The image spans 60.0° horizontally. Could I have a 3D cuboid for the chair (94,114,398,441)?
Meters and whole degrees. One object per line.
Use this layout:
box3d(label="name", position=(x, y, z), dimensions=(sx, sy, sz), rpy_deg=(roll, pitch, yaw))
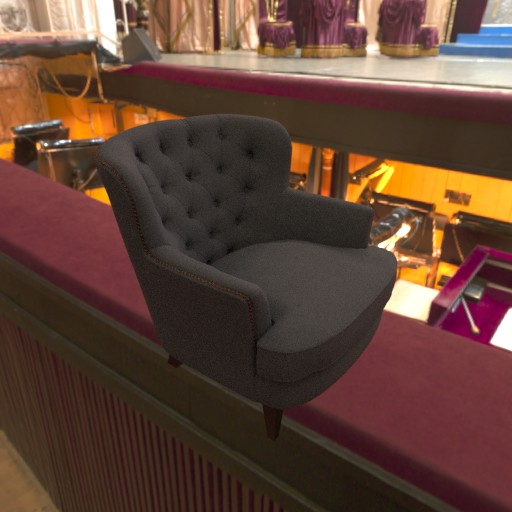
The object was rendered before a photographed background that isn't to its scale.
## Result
box3d(label="chair", position=(0.000, 0.000, 1.600), dimensions=(0.906, 0.868, 0.848), rpy_deg=(19, 32, 32))
